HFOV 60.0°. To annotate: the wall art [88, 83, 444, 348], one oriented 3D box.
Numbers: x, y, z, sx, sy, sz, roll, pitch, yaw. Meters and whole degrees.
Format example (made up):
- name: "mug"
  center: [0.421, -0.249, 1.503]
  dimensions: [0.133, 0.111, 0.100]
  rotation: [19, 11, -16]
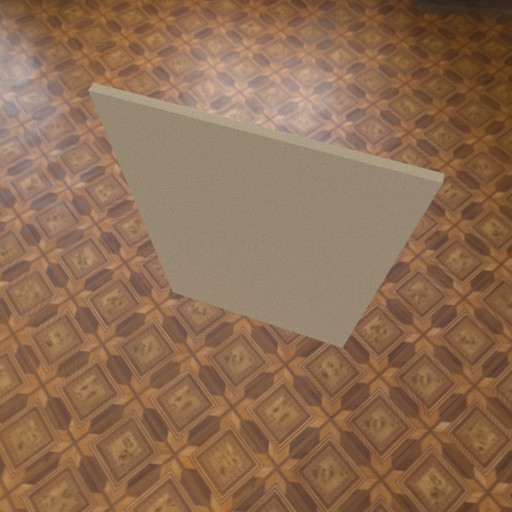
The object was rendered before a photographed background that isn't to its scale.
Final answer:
- name: "wall art"
  center: [0.000, 0.000, 0.597]
  dimensions: [0.325, 0.474, 0.010]
  rotation: [17, 64, 9]
